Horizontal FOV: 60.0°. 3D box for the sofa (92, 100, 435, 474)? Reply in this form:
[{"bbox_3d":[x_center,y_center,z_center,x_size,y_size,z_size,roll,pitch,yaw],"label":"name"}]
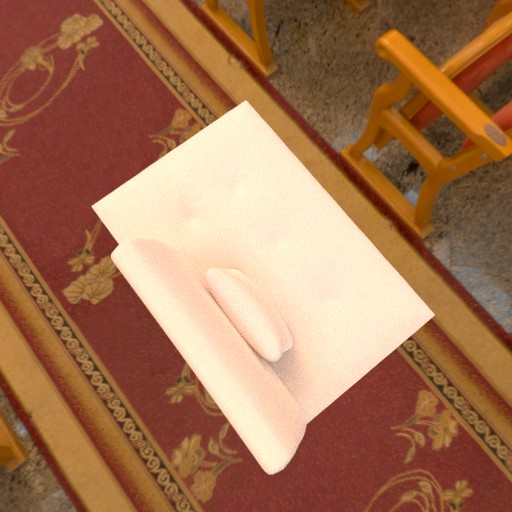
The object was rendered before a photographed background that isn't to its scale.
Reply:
[{"bbox_3d":[0.000,0.000,2.047,1.000,0.820,1.450,-37,79,-9],"label":"sofa"}]
